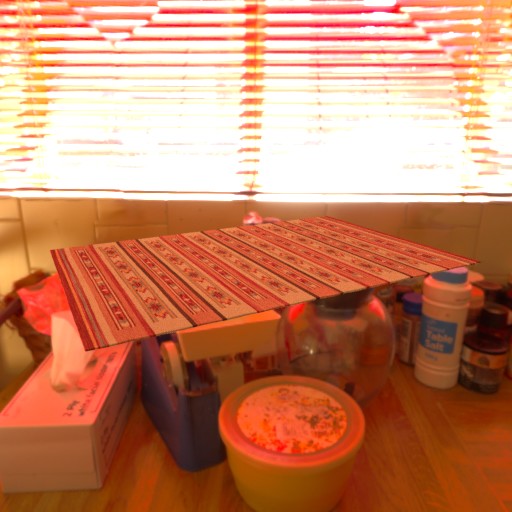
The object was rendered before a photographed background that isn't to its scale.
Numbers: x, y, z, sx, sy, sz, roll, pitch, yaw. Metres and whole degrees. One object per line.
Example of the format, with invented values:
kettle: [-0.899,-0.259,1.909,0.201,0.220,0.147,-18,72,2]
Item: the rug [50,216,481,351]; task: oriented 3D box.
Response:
rug: [0.000,0.000,2.241,1.817,0.008,1.223,-9,19,-27]
